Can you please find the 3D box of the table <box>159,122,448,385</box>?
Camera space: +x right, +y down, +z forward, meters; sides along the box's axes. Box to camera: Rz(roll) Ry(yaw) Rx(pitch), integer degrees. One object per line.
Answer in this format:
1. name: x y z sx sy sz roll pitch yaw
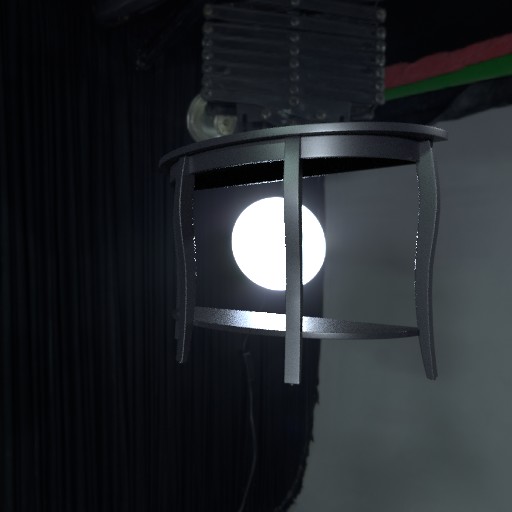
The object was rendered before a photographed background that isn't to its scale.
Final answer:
1. table: 0.000 0.000 1.605 1.219 0.780 0.394 0 0 36
